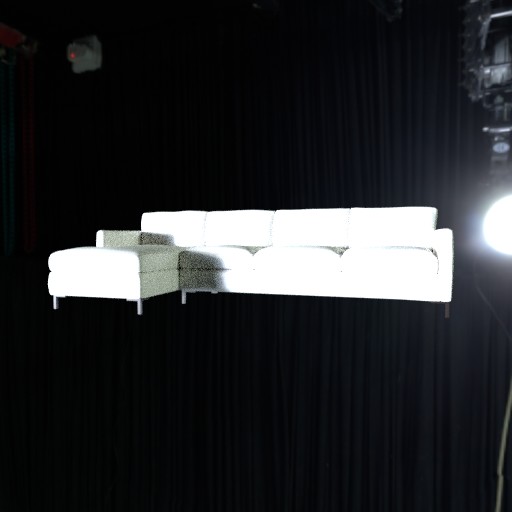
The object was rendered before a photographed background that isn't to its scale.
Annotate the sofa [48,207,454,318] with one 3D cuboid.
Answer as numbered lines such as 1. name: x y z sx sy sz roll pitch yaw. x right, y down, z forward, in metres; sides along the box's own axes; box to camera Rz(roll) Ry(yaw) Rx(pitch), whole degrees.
1. sofa: 0.000 0.000 3.857 3.186 0.875 1.467 1 3 18
